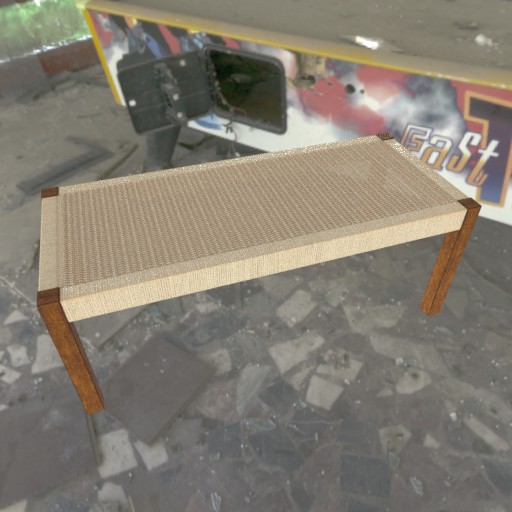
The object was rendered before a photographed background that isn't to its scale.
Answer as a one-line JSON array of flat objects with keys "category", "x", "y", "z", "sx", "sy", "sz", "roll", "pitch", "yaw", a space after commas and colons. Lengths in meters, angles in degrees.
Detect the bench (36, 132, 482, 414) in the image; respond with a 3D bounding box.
[{"category": "bench", "x": 0.000, "y": 0.000, "z": 1.454, "sx": 1.198, "sy": 0.457, "sz": 0.507, "roll": -13, "pitch": 42, "yaw": -14}]
